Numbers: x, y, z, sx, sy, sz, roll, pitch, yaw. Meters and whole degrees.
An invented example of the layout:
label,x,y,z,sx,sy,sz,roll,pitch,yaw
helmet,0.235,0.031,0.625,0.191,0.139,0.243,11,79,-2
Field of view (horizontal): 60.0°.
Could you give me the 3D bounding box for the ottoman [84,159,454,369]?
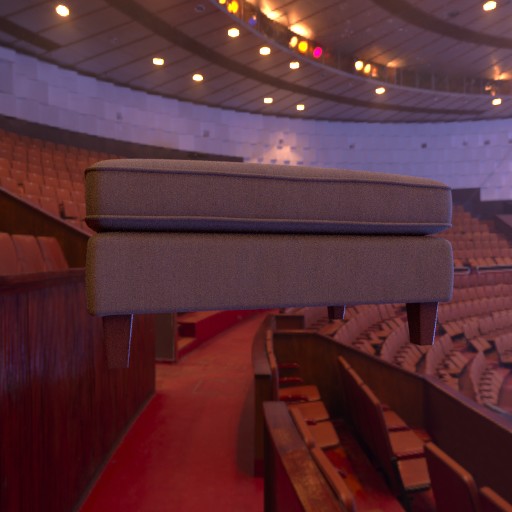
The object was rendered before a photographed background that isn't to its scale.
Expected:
label,x,y,z,sx,sy,sz,roll,pitch,yaw
ottoman,0.000,0.000,1.324,0.941,0.480,0.636,0,0,-18
